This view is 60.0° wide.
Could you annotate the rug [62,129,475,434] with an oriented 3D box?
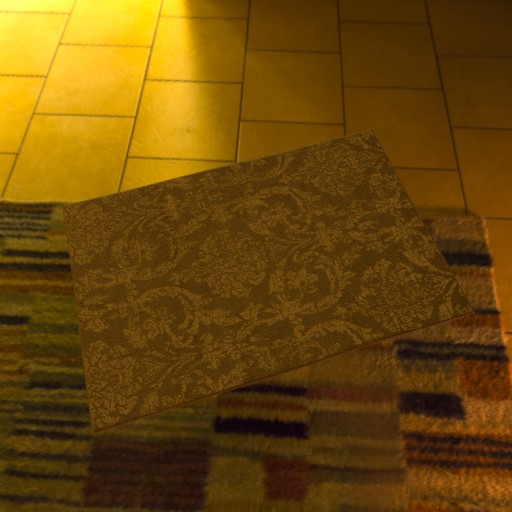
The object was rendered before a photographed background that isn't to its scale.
[{"bbox_3d":[0.000,0.000,2.260,1.824,0.012,1.206,-16,64,-8],"label":"rug"}]
